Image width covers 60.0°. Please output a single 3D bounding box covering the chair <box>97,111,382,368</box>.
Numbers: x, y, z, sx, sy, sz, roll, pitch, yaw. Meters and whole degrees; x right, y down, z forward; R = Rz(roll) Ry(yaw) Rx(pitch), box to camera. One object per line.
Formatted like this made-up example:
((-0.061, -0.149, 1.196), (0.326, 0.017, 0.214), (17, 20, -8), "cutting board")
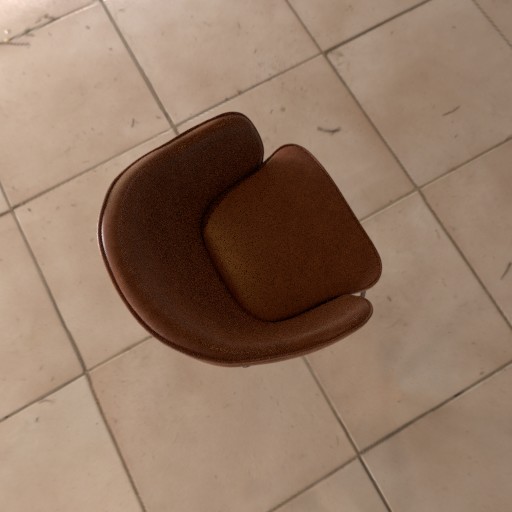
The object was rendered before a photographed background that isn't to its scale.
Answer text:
((0.000, 0.000, 1.190), (0.580, 0.785, 0.582), (-30, 78, -7), "chair")
